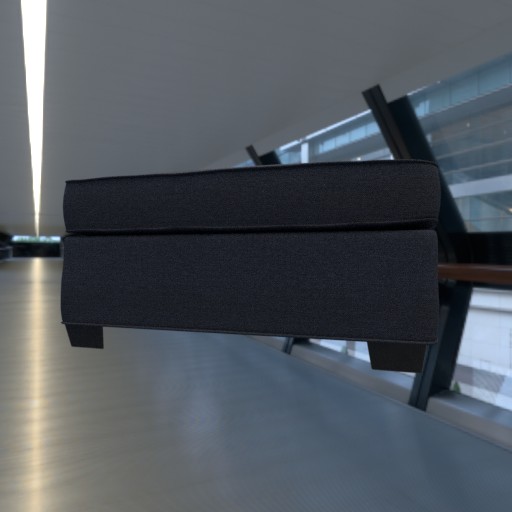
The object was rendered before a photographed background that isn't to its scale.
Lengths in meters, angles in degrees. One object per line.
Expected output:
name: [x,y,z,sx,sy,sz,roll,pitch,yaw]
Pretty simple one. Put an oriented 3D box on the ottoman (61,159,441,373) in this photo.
ottoman: [0.000,0.000,1.191,0.895,0.453,0.505,0,0,18]
